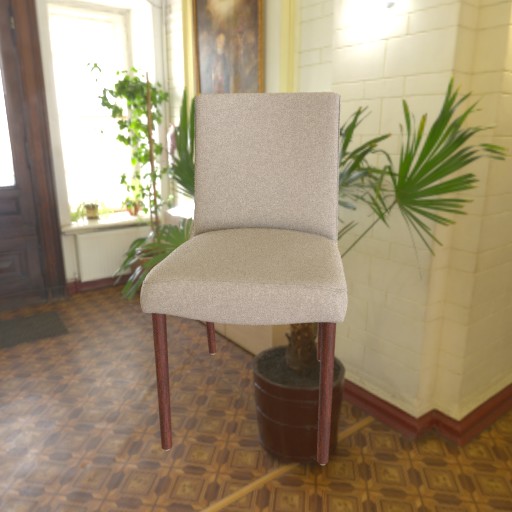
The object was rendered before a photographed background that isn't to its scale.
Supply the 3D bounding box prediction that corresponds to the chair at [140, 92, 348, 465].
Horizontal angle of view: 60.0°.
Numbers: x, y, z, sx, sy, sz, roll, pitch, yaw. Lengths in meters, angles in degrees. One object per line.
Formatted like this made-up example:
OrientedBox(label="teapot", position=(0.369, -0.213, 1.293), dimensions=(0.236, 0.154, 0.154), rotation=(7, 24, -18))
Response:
OrientedBox(label="chair", position=(0.000, 0.000, 1.170), dimensions=(0.456, 0.859, 0.570), rotation=(2, 15, 7))
